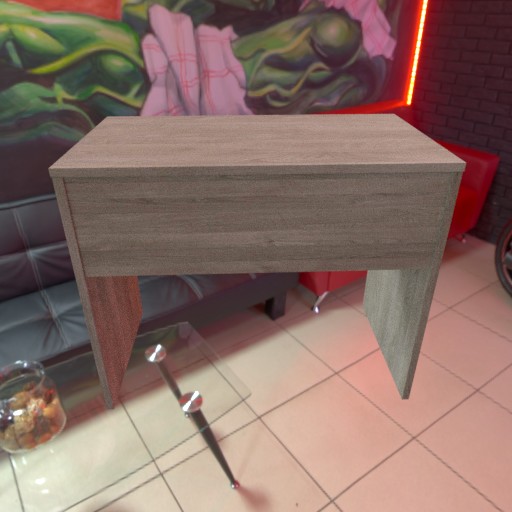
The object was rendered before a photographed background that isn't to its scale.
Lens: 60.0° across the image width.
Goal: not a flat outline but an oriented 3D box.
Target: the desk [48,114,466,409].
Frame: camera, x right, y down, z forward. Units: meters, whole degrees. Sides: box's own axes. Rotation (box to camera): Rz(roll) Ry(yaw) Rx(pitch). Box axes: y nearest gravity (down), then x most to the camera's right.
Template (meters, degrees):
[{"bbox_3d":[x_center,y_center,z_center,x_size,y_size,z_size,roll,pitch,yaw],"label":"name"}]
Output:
[{"bbox_3d":[0.000,0.000,1.340,0.893,0.724,0.498,-1,30,-2],"label":"desk"}]
